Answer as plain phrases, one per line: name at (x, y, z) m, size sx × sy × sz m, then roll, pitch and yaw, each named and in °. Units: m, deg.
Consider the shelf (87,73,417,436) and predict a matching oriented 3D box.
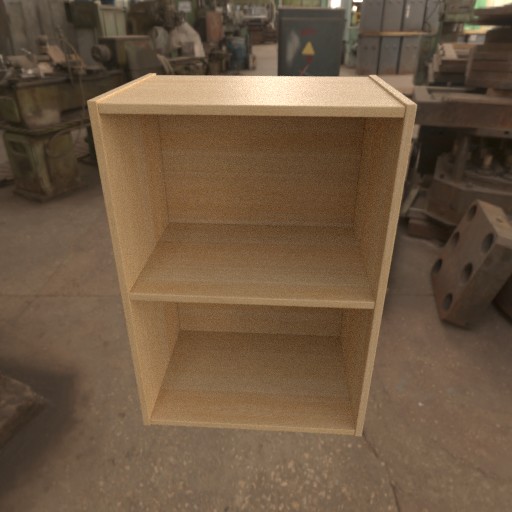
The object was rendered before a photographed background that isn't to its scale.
shelf at (0.000, 0.000, 0.818) m, size 0.414 × 0.592 × 0.290 m, roll 2°, pitch 29°, yaw 3°
